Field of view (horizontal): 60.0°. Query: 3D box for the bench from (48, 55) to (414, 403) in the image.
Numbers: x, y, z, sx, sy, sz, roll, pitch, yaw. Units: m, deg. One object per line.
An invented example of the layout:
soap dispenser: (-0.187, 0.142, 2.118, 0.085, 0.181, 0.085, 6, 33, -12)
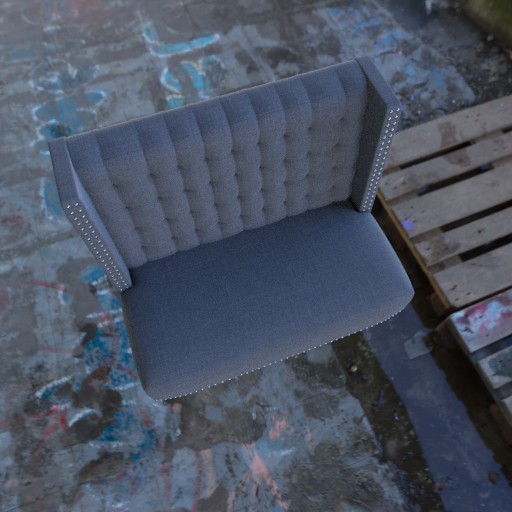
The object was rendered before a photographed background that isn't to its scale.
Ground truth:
bench: (0.000, 0.000, 1.970, 1.276, 1.121, 0.842, -18, 66, -9)
